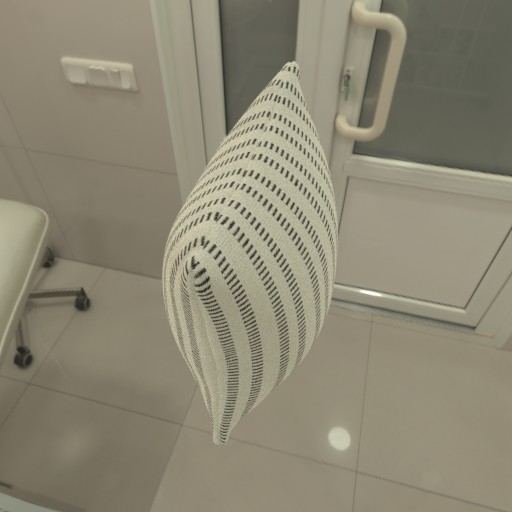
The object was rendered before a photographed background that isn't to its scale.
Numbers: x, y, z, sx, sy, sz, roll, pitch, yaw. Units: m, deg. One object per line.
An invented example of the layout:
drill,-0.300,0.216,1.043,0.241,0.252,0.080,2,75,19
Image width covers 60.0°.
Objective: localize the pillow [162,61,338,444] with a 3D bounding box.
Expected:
pillow,0.000,0.000,0.677,0.247,0.419,0.438,11,48,10
